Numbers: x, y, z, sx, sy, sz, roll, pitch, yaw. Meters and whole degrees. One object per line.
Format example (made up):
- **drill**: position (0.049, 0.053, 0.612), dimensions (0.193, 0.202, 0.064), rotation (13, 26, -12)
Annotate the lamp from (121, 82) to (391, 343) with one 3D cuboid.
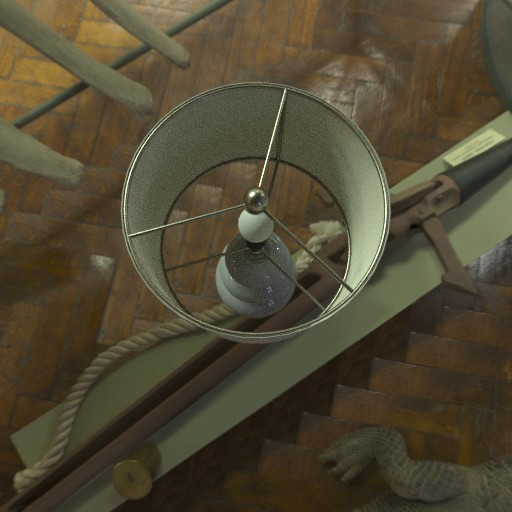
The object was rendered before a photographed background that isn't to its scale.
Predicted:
- **lamp**: position (0.000, 0.000, 0.933), dimensions (0.367, 0.730, 0.367), rotation (-33, 79, -7)
